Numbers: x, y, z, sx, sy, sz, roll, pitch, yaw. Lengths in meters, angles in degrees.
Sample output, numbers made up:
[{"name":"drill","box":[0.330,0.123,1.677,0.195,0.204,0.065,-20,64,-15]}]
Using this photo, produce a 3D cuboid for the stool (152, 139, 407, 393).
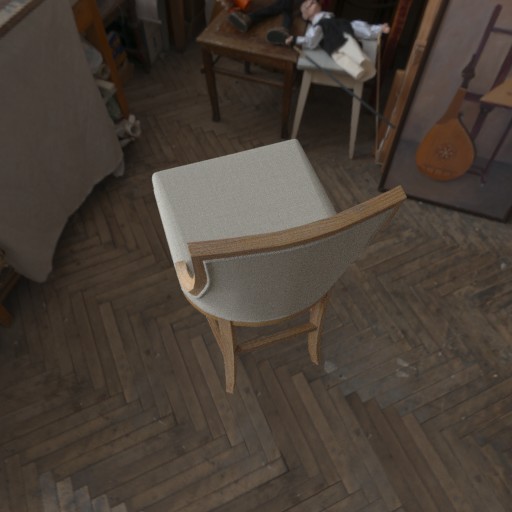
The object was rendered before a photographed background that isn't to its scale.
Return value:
[{"name":"stool","box":[0.000,0.000,1.435,0.524,1.101,0.626,-16,60,-9]}]
